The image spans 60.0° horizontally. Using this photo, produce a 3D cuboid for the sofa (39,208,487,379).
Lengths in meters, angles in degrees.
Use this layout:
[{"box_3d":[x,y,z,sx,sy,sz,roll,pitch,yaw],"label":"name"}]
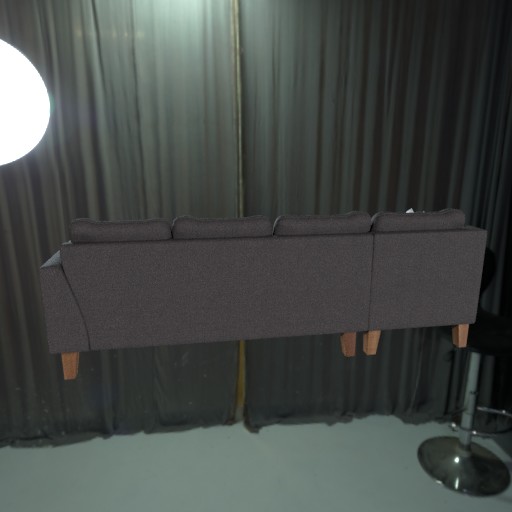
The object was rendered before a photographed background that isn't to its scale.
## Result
[{"box_3d":[0.000,0.000,3.506,2.679,0.932,1.829,-2,15,-9],"label":"sofa"}]
